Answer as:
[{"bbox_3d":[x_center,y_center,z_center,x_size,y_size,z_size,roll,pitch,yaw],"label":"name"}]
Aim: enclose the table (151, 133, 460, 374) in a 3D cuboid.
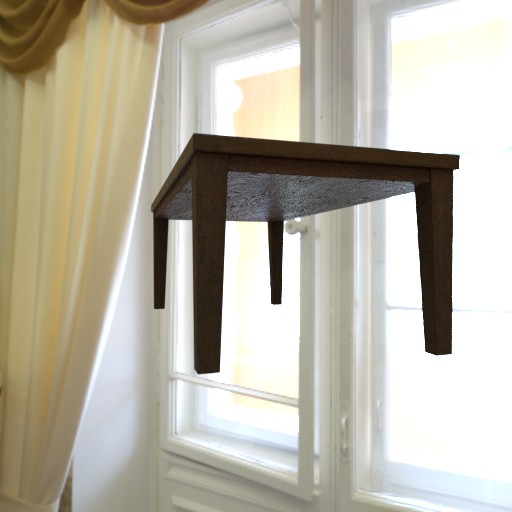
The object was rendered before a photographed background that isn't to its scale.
[{"bbox_3d":[0.000,0.000,2.476,1.016,0.762,1.981,0,0,-17],"label":"table"}]
